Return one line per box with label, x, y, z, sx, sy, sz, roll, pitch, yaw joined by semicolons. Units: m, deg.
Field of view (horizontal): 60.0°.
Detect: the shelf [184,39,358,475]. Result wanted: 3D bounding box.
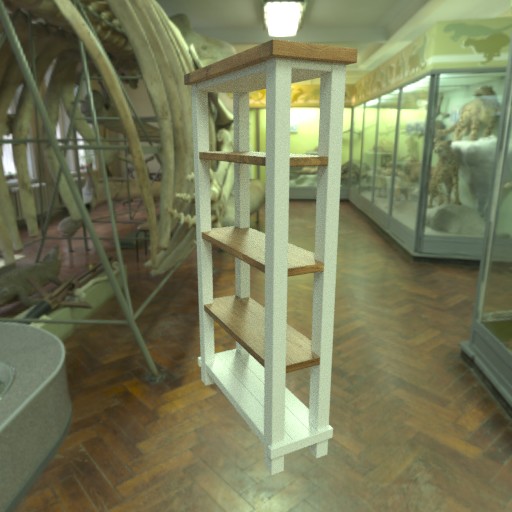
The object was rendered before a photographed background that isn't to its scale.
shelf;0.000;0.000;2.336;0.381;1.878;1.022;-7;16;-26
